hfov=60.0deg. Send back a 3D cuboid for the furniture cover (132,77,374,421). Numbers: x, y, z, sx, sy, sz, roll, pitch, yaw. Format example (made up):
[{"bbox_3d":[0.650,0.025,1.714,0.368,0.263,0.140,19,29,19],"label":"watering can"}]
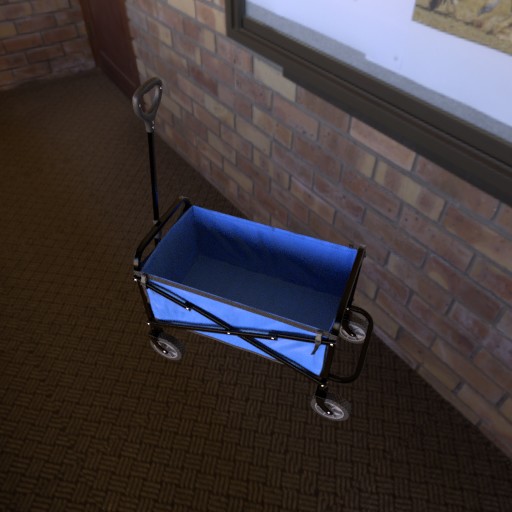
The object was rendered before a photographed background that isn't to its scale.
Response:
[{"bbox_3d":[0.000,0.000,1.767,1.038,1.295,0.532,16,48,15],"label":"furniture cover"}]
